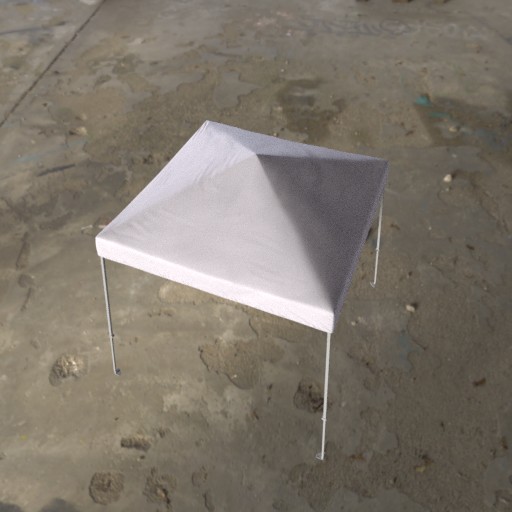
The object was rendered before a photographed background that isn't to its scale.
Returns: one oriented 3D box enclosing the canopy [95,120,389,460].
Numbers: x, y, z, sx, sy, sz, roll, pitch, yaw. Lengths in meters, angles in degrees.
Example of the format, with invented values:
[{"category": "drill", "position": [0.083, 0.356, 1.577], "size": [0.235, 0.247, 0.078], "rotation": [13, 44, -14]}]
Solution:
[{"category": "canopy", "position": [0.000, 0.000, 5.303], "size": [2.849, 2.850, 2.850], "rotation": [17, 49, 15]}]
